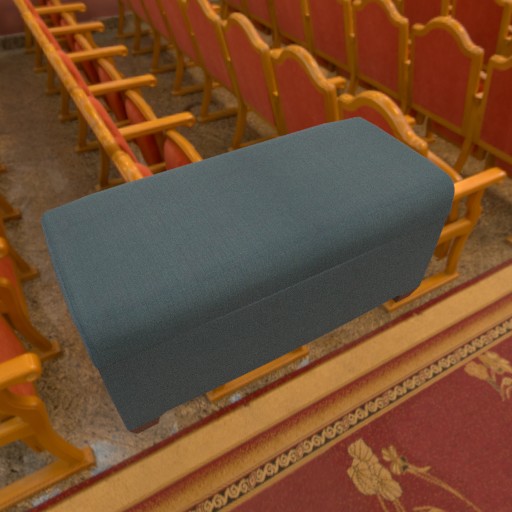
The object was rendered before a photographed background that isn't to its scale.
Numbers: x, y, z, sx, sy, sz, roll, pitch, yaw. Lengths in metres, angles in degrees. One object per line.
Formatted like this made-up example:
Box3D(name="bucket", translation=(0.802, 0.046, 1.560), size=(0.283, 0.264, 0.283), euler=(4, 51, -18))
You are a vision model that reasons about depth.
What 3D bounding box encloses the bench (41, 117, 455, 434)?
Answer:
Box3D(name="bench", translation=(0.000, 0.000, 1.261), size=(0.995, 0.474, 0.476), euler=(-22, 49, -20))
